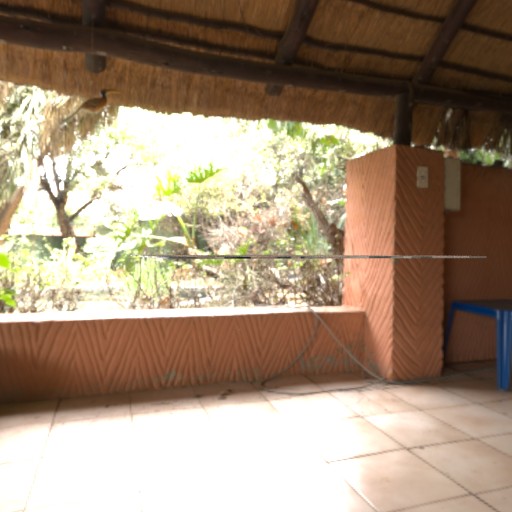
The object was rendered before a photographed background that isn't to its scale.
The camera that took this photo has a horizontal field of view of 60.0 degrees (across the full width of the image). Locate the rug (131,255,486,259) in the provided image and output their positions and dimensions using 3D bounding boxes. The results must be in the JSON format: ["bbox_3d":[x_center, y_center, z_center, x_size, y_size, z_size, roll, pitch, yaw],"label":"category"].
[{"bbox_3d":[0.000,0.000,2.999,1.513,0.008,2.423,0,0,-19],"label":"rug"}]
